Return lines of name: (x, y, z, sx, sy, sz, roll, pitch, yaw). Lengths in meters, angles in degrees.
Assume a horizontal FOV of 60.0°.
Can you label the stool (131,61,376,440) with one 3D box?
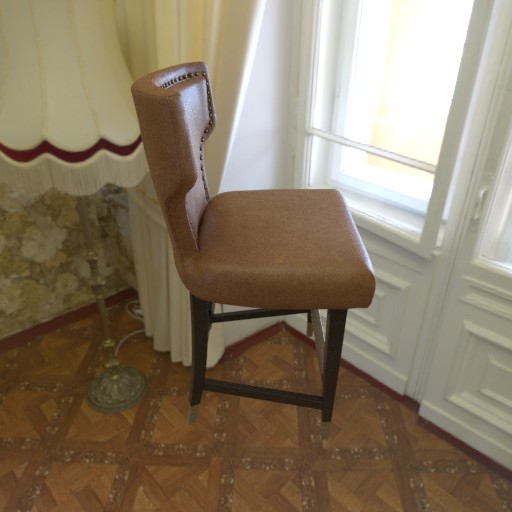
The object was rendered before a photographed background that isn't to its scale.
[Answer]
stool: (0.000, 0.000, 1.276, 0.563, 0.982, 0.526, 0, 30, 0)
